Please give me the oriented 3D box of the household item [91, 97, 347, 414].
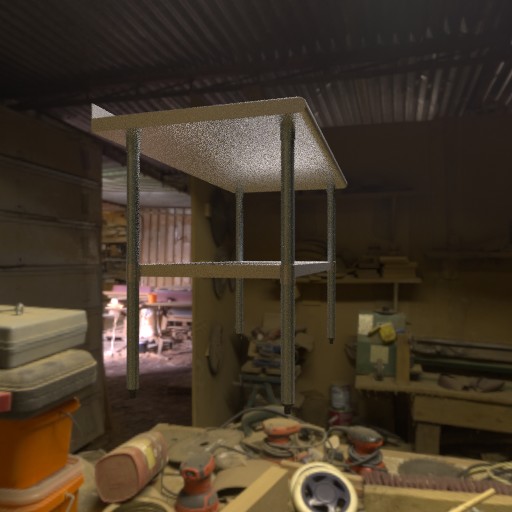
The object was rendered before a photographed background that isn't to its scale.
[{"bbox_3d":[0.000,0.000,1.743,0.610,0.851,1.219,0,0,16],"label":"household item"}]
